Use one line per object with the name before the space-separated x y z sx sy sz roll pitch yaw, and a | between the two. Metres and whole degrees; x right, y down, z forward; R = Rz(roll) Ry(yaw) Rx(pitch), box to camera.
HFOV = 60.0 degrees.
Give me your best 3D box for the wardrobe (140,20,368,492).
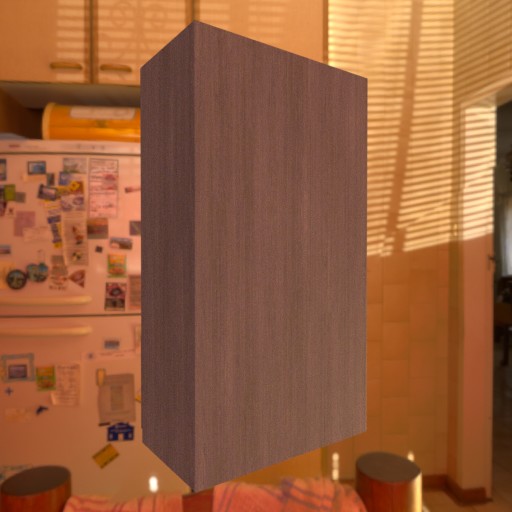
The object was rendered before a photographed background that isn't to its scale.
wardrobe | 0.000 0.000 2.217 0.991 1.808 0.577 -1 1 -36
